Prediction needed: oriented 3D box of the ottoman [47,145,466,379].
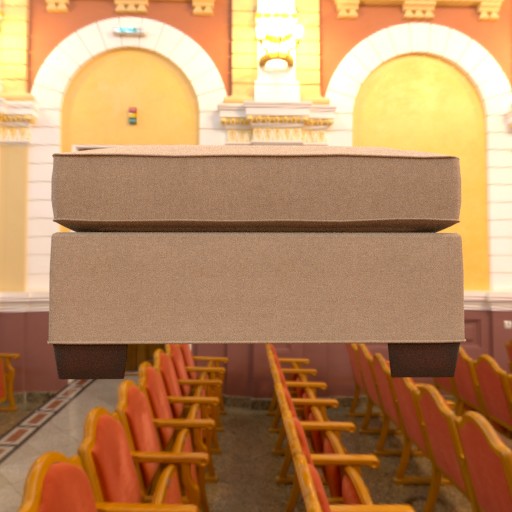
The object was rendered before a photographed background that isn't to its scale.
[{"bbox_3d":[0.000,0.000,1.184,0.846,0.503,0.617,0,-1,-1],"label":"ottoman"}]
